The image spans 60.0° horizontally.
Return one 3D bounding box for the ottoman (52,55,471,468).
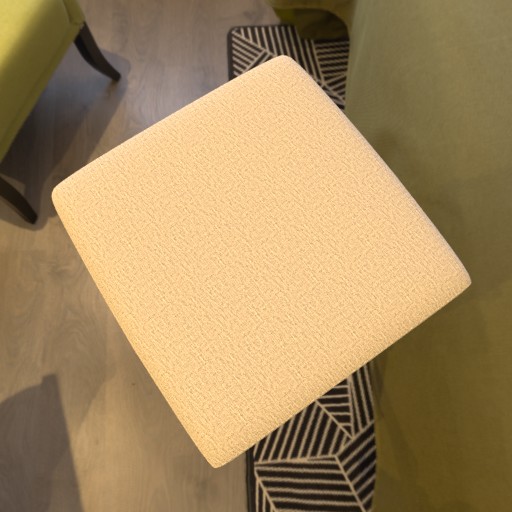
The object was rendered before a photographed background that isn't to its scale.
[{"bbox_3d":[0.000,0.000,1.047,0.649,0.398,0.650,-33,78,-8],"label":"ottoman"}]
